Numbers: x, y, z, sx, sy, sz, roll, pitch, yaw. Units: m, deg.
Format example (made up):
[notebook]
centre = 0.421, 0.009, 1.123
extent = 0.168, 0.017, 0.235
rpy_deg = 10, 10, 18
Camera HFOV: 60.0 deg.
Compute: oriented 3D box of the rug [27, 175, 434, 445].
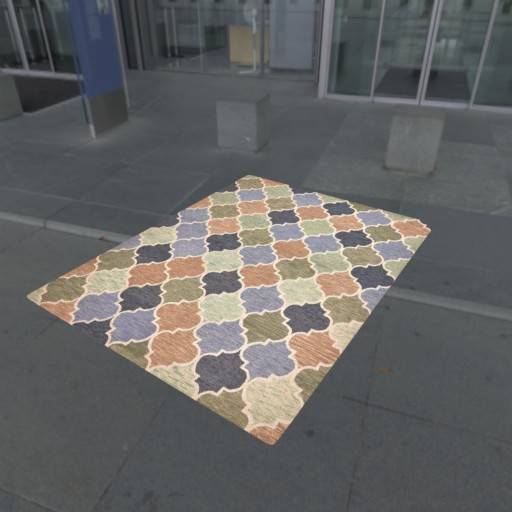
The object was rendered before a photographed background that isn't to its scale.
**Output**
[rug]
centre = 0.000, 0.000, 4.201
extent = 2.439, 0.013, 3.200
rpy_deg = 20, 38, 29
